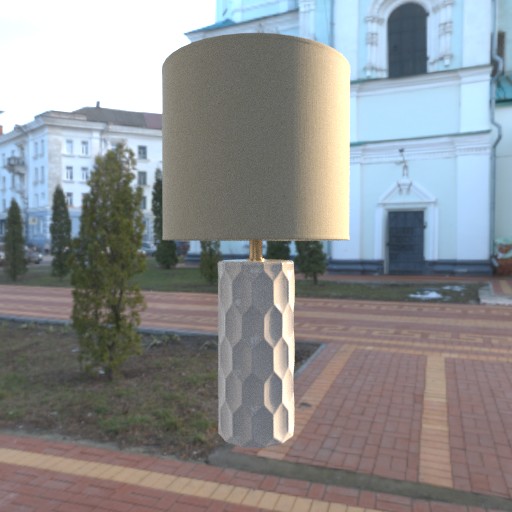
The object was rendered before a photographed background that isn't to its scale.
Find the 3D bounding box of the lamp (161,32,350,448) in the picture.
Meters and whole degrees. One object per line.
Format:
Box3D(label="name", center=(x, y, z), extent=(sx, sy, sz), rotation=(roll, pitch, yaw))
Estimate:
Box3D(label="lamp", center=(0.000, 0.000, 0.670), extent=(0.277, 0.537, 0.277), rotation=(1, 2, 35))
